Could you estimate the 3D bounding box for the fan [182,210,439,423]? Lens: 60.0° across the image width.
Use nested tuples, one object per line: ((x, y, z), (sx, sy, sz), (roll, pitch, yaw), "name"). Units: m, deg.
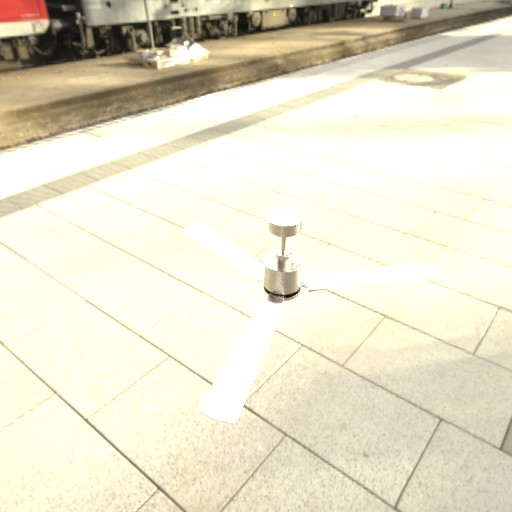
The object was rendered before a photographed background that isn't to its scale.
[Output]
((0.000, 0.000, 2.296), (1.531, 0.446, 1.561), (22, 39, 30), "fan")
